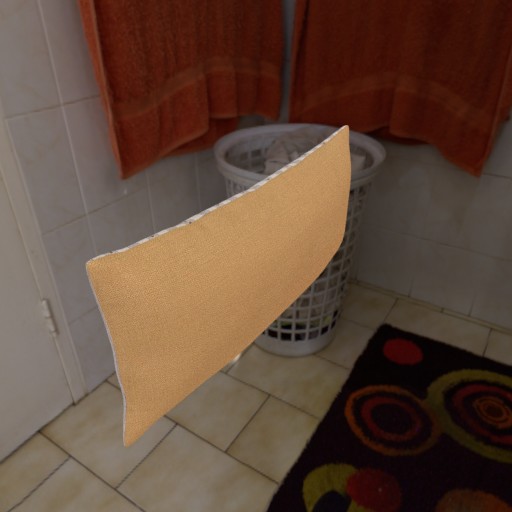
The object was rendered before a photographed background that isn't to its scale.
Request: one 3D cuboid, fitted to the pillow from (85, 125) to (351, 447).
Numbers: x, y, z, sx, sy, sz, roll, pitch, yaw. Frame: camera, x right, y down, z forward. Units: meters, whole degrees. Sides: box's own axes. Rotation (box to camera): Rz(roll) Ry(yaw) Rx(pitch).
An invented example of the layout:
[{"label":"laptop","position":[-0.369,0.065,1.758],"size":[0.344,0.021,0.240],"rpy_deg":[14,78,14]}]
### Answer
[{"label":"pillow","position":[0.000,0.000,0.726],"size":[0.151,0.291,0.608],"rpy_deg":[20,37,29]}]
